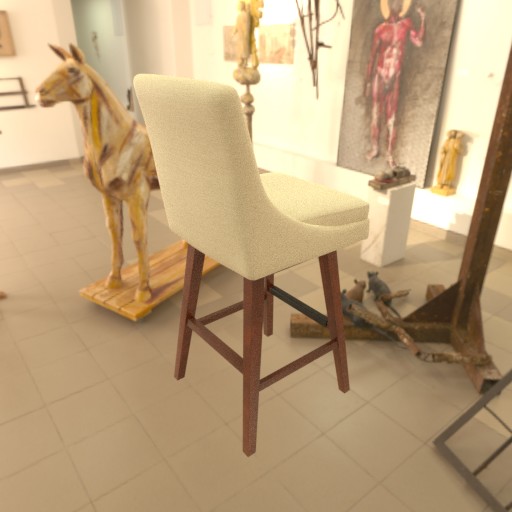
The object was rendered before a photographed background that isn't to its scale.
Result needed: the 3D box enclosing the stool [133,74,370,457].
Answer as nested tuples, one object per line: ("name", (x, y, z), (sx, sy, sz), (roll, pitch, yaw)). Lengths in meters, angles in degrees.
("stool", (0.000, 0.000, 1.429), (0.559, 1.097, 0.470), (-19, 32, -34))
